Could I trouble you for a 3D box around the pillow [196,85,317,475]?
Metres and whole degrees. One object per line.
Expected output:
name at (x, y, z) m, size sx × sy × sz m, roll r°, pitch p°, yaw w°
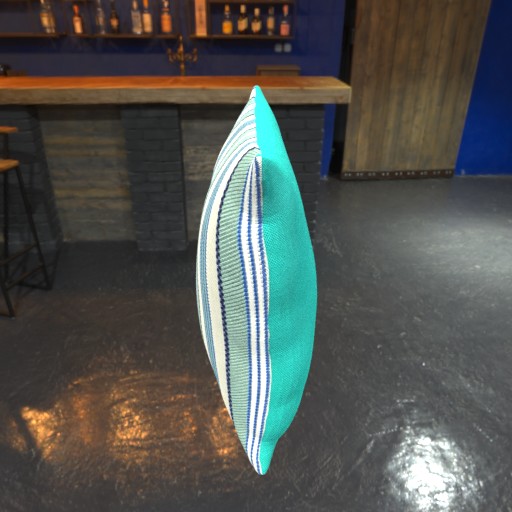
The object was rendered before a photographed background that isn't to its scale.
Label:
pillow at (0.000, 0.000, 0.677) m, size 0.182 × 0.441 × 0.440 m, roll 0°, pitch 28°, yaw 0°
